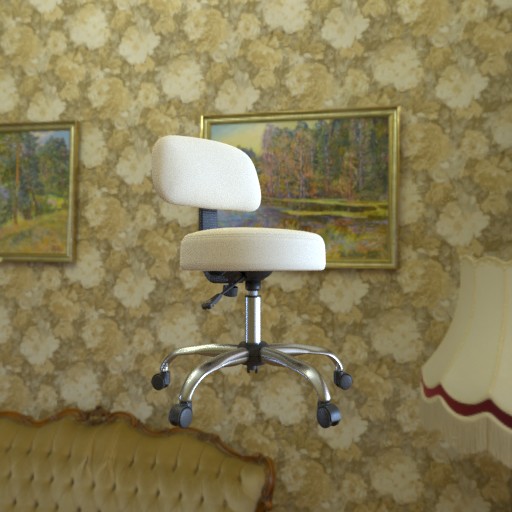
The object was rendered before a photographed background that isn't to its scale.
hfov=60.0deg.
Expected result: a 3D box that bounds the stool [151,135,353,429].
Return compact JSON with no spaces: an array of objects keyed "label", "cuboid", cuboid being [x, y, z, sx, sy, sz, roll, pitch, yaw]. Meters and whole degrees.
[{"label":"stool","cuboid":[0.000,0.000,1.272,0.609,0.810,0.616,1,-2,-36]}]
